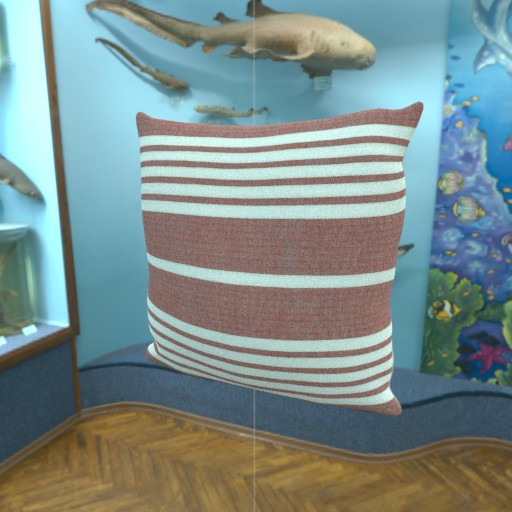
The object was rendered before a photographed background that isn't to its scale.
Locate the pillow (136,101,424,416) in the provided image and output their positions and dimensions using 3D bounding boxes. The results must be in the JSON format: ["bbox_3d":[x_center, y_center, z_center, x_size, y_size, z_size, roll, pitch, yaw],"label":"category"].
[{"bbox_3d":[0.000,0.000,0.657,0.439,0.427,0.182,6,13,24],"label":"pillow"}]
